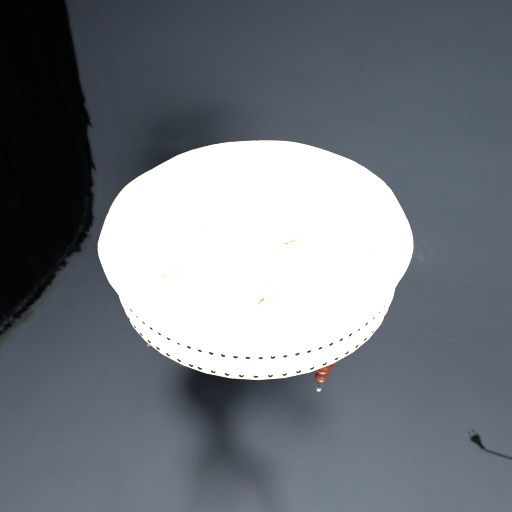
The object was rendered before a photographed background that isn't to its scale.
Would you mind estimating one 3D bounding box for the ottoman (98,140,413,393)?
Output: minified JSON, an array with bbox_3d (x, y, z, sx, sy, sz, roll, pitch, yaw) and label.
[{"bbox_3d":[0.000,0.000,1.390,0.901,0.439,0.901,0,40,0],"label":"ottoman"}]
